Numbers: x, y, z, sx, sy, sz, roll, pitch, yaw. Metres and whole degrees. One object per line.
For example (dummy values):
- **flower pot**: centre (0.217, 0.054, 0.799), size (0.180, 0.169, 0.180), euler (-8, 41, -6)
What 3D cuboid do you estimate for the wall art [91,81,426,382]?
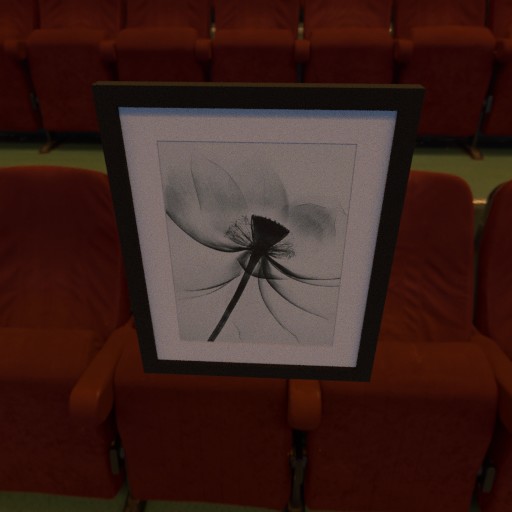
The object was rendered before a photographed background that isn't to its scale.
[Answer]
- **wall art**: centre (0.000, 0.000, 0.762), size (0.457, 0.559, 0.029), euler (2, 31, 3)
